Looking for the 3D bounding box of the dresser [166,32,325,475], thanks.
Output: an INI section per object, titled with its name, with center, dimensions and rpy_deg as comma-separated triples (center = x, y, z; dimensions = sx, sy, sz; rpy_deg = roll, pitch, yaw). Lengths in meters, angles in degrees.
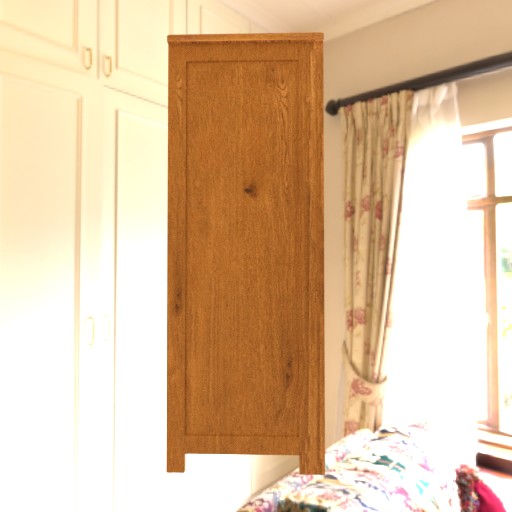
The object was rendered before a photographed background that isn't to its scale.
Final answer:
[dresser]
center = 0.000, 0.000, 1.969
dimensions = 0.558, 1.431, 1.081
rpy_deg = 0, -1, 2
